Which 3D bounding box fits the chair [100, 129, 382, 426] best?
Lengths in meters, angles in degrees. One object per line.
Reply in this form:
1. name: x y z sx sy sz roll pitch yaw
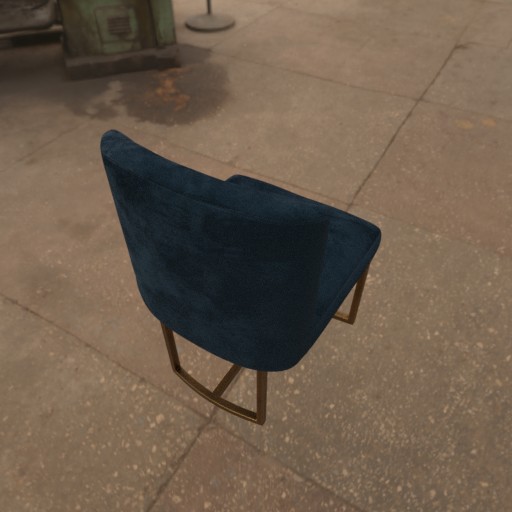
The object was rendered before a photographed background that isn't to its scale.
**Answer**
1. chair: 0.000 0.000 1.196 0.530 0.824 0.560 24 50 22
